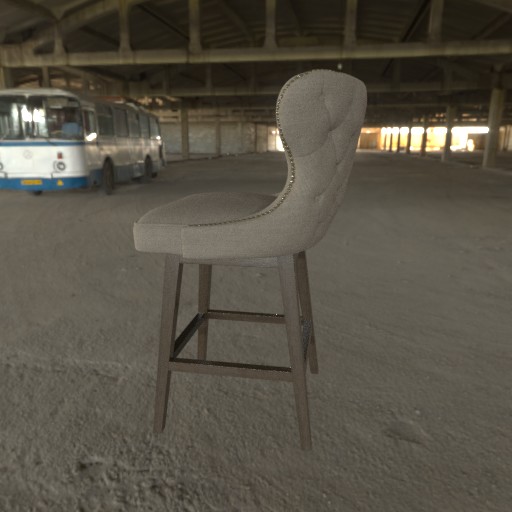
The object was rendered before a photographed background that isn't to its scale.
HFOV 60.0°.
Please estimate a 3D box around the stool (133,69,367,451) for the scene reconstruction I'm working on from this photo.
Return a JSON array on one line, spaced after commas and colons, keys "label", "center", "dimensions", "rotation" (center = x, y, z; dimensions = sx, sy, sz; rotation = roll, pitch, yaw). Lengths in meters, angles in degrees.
[{"label": "stool", "center": [0.000, 0.000, 1.337], "dimensions": [0.597, 0.972, 0.615], "rotation": [3, 15, 10]}]
